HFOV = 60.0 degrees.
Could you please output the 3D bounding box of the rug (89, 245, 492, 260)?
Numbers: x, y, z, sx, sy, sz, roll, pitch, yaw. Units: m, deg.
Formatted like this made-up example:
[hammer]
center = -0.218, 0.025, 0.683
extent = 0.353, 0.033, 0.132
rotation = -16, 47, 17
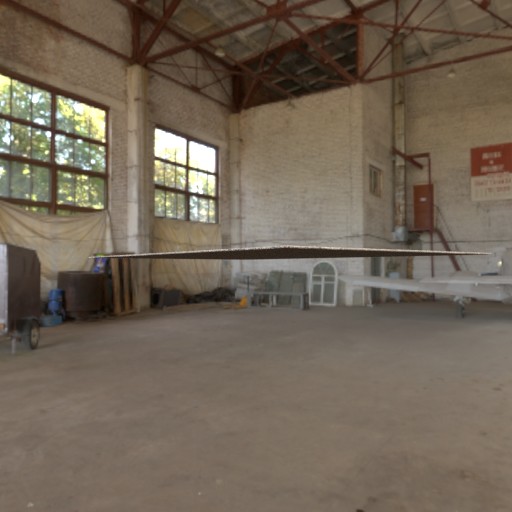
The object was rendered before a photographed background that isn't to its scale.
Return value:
[rug]
center = 0.000, 0.000, 3.032
extent = 1.546, 0.010, 2.442
rotation = 1, -2, -37
